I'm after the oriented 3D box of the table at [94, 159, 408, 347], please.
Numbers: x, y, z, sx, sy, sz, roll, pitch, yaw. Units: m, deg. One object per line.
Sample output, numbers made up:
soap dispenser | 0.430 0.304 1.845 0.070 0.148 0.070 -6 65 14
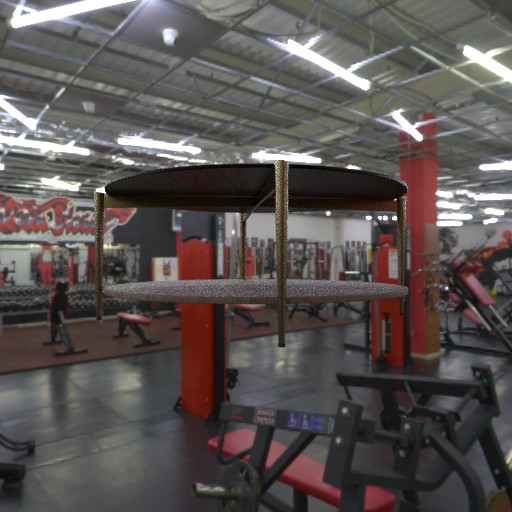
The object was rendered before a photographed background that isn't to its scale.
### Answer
table | 0.000 0.000 1.445 0.938 0.400 0.938 0 -1 -36
